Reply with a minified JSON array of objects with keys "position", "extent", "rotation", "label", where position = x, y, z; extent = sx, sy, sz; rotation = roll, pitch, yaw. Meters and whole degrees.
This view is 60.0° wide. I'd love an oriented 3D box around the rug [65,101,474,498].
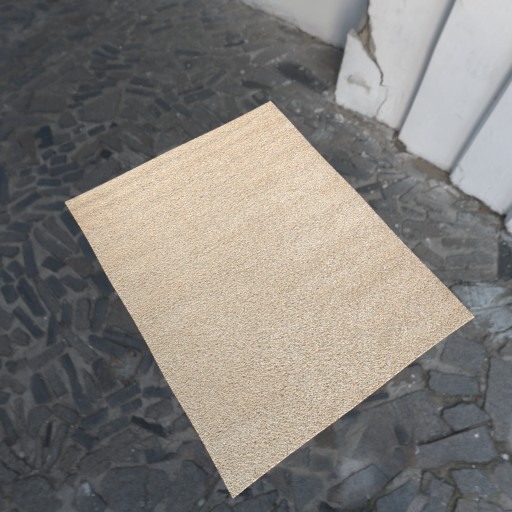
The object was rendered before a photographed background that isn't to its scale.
[{"position":[0.000,0.000,3.990],"extent":[2.400,0.026,3.000],"rotation":[-31,67,-15],"label":"rug"}]
